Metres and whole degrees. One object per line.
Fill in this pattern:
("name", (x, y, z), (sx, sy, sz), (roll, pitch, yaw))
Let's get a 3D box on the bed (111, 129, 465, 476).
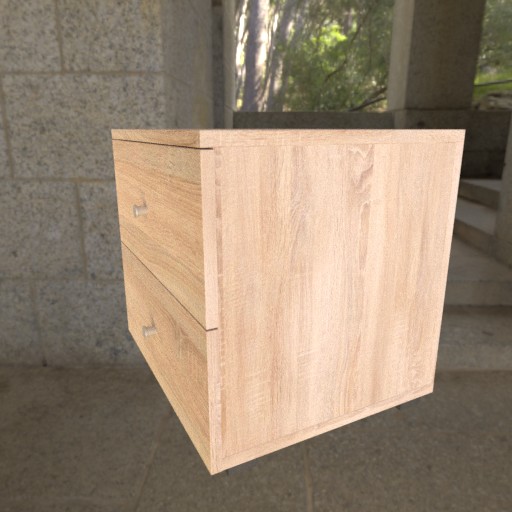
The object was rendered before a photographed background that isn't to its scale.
("bed", (0.000, 0.000, 0.764), (0.401, 0.420, 0.460), (-8, 18, -26))
